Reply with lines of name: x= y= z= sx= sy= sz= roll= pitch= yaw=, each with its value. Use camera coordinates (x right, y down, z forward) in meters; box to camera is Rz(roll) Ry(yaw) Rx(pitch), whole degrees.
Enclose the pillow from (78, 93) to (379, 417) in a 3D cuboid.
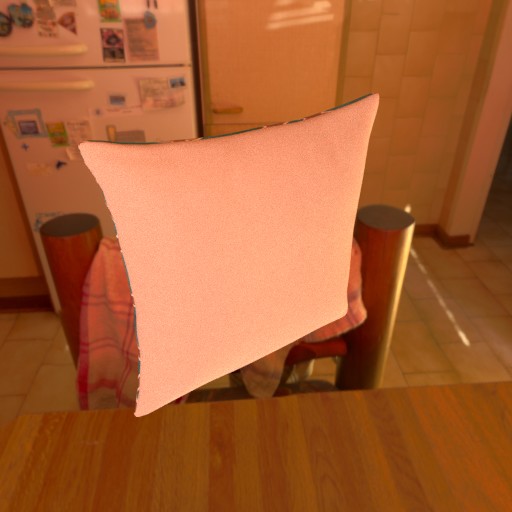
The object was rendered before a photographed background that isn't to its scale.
pillow: x=0.000 y=0.000 z=0.795 sx=0.526 sy=0.507 sz=0.166 roll=-20 pitch=37 yaw=-29
